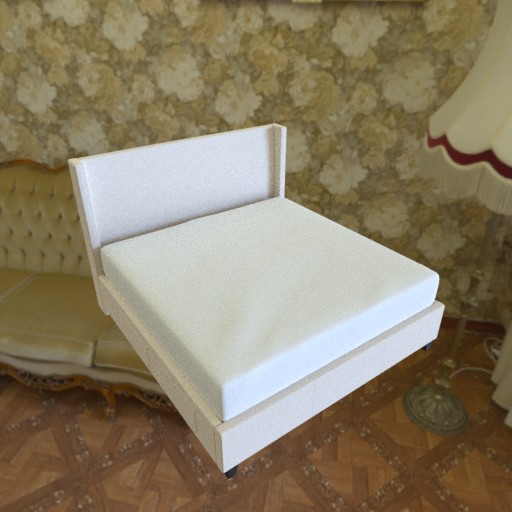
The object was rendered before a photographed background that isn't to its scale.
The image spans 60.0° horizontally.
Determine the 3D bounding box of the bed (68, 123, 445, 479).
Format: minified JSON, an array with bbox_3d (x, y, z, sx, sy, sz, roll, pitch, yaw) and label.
[{"bbox_3d":[0.000,0.000,3.696,2.145,1.471,2.293,-20,35,-31],"label":"bed"}]
